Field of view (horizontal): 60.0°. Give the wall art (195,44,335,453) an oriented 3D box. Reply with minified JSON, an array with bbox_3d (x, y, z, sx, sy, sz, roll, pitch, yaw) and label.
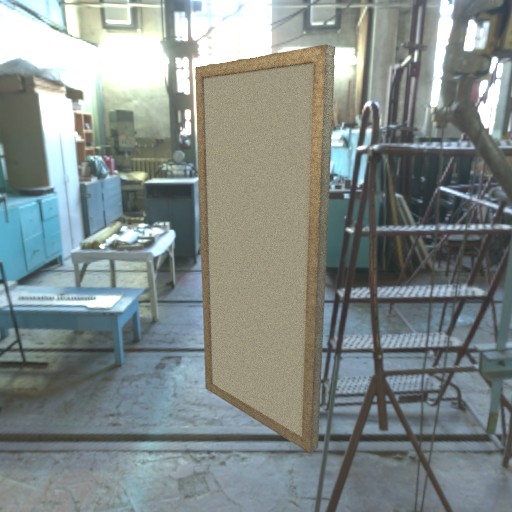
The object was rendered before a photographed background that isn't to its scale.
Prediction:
[{"bbox_3d":[0.000,0.000,1.770,0.051,1.461,0.648,-15,21,-43],"label":"wall art"}]
